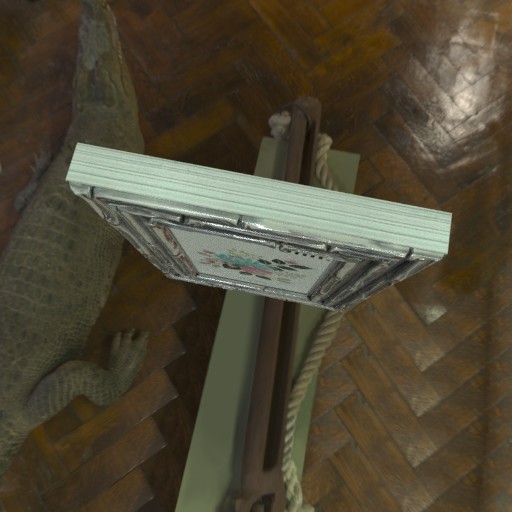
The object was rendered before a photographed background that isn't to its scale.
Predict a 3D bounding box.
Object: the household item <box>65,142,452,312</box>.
[{"bbox_3d":[0.000,0.000,0.294,0.165,0.216,0.025,11,77,3],"label":"household item"}]
